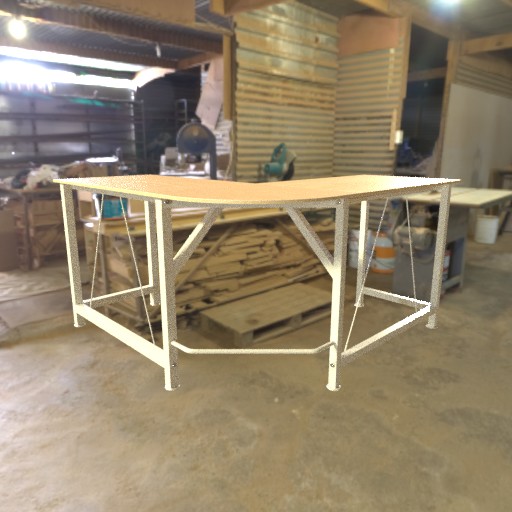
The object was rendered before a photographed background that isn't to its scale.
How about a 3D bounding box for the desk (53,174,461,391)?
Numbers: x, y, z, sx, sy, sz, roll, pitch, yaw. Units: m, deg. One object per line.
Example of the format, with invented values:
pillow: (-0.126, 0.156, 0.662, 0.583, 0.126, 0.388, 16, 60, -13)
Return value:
desk: (0.000, 0.000, 2.240, 1.400, 0.762, 1.400, -13, 19, -43)
